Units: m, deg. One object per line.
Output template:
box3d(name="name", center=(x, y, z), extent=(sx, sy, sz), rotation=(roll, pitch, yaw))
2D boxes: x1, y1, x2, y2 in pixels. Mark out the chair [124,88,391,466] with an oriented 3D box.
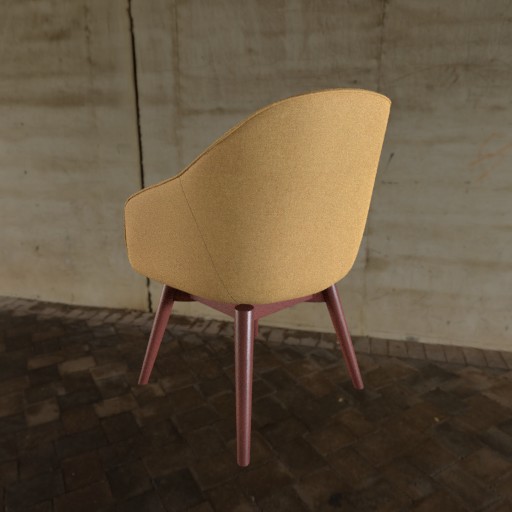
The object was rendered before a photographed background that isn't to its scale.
box3d(name="chair", center=(0.000, 0.000, 1.217), extent=(0.596, 0.823, 0.635), rotation=(-14, 21, -41))
